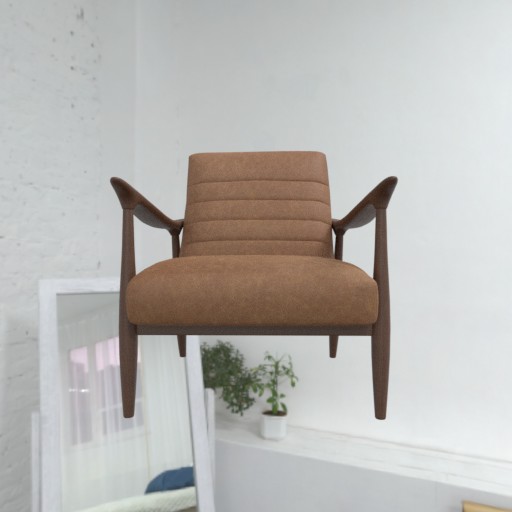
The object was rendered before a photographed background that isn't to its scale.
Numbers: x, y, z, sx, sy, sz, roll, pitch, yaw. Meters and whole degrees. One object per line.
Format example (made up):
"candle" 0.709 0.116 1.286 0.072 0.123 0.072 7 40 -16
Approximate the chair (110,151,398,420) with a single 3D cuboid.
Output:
"chair" 0.000 0.000 1.444 0.741 0.832 0.798 0 1 1
